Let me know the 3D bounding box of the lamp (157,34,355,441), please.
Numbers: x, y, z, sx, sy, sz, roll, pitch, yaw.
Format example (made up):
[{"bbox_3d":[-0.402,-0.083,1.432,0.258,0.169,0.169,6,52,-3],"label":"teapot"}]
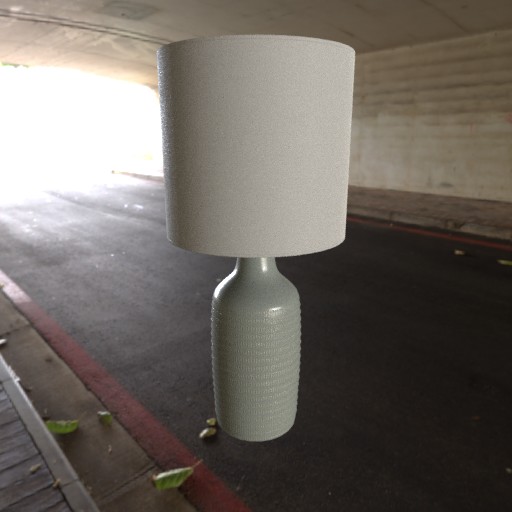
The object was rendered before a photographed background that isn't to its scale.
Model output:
[{"bbox_3d":[0.000,0.000,0.568,0.220,0.475,0.220,-2,16,-8],"label":"lamp"}]
